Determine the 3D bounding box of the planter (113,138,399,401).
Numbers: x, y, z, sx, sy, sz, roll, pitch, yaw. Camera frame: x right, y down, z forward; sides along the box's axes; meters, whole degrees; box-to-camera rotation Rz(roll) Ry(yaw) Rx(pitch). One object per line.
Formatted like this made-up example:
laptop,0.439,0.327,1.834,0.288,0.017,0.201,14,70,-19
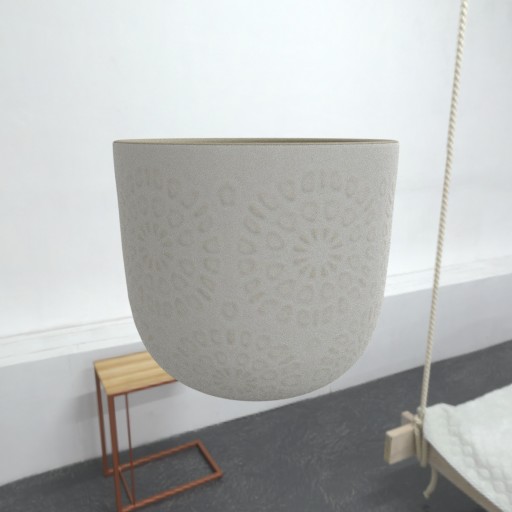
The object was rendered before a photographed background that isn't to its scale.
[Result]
planter,0.000,0.000,0.215,0.124,0.109,0.124,0,16,0
